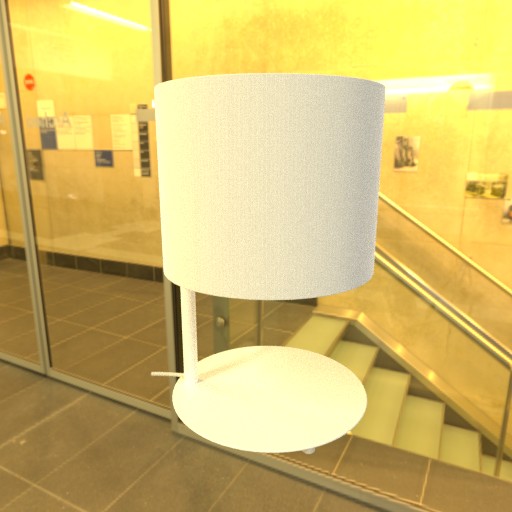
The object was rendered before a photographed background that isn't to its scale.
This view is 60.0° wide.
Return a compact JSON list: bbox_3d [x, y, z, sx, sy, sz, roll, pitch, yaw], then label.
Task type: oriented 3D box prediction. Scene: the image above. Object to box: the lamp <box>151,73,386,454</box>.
[{"bbox_3d":[0.000,0.000,0.647,0.341,0.454,0.299,2,14,8],"label":"lamp"}]
